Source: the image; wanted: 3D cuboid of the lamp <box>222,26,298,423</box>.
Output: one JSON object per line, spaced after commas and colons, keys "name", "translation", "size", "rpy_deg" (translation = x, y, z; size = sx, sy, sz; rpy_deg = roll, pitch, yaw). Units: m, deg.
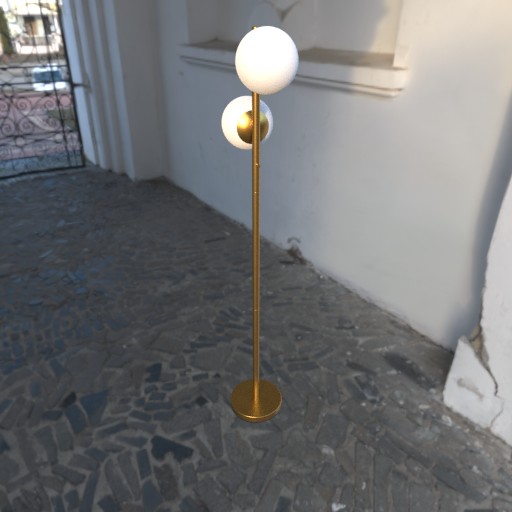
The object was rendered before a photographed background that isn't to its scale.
{"name": "lamp", "translation": [0.000, 0.000, 1.778], "size": [0.249, 1.641, 0.419], "rpy_deg": [-8, 30, -15]}
